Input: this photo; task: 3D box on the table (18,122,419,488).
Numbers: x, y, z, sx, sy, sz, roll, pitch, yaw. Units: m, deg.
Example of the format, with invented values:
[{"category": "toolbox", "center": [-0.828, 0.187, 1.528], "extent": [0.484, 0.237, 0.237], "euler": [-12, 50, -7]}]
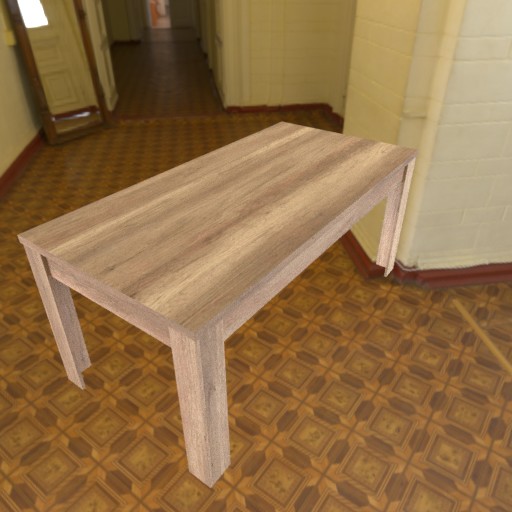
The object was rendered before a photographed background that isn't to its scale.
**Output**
[{"category": "table", "center": [0.000, 0.000, 2.263], "extent": [0.900, 0.790, 1.800], "euler": [22, 39, 30]}]
